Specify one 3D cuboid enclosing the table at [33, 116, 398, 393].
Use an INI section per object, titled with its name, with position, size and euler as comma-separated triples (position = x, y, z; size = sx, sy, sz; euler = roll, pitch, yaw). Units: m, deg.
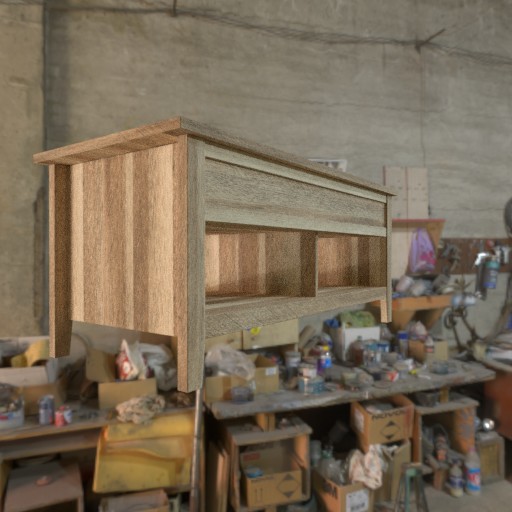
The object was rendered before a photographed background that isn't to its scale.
[table]
position = 0.000, 0.000, 1.337
size = 0.493, 0.480, 1.095
euler = 0, 0, 37
